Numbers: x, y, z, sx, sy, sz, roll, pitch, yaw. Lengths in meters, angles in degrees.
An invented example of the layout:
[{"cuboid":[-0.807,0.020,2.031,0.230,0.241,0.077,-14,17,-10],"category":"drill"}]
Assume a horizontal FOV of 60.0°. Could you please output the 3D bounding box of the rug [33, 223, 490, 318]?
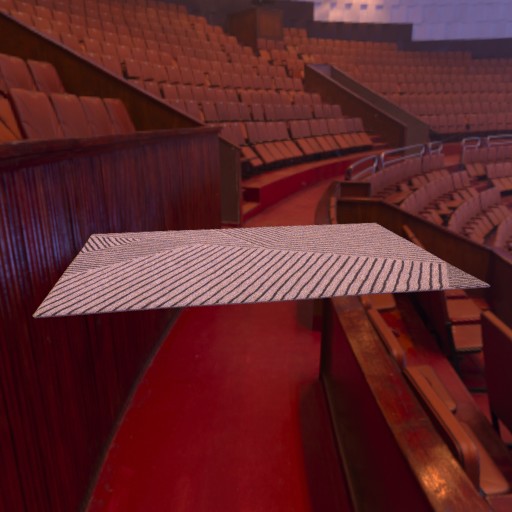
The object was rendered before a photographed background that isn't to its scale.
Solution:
[{"cuboid":[0.000,0.000,3.005,2.406,0.023,1.539,-3,18,-9],"category":"rug"}]
